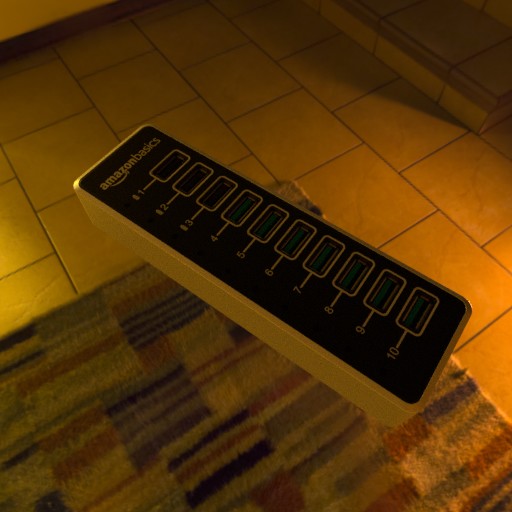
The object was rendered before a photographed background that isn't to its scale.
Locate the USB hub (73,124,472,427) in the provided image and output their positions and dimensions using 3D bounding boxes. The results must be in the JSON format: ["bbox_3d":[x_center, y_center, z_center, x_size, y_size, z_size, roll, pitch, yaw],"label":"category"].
[{"bbox_3d":[0.000,0.000,0.165,0.145,0.023,0.044,32,64,18],"label":"USB hub"}]
